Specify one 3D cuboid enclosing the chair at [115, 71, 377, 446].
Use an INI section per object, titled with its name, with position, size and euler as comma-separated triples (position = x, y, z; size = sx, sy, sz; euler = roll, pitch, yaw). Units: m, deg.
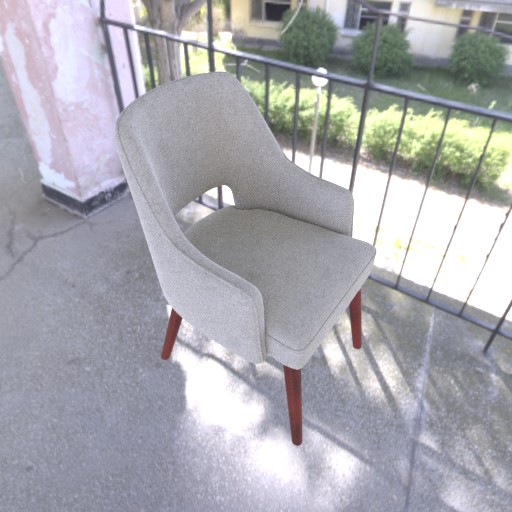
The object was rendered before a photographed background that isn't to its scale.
[chair]
position = 0.000, 0.000, 1.267
size = 0.605, 0.849, 0.548
euler = 24, 46, 25
